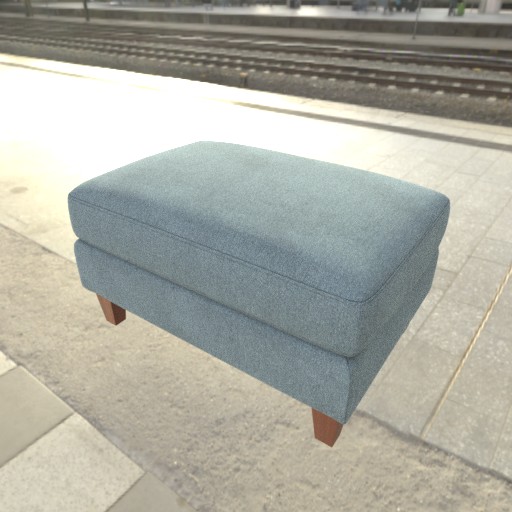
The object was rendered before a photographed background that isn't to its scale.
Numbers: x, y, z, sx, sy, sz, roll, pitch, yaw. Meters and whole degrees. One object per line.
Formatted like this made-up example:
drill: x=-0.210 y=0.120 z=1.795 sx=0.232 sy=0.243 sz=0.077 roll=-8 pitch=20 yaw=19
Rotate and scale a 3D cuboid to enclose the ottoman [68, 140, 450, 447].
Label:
ottoman: x=0.000 y=0.000 z=1.232 sx=0.864 sy=0.483 sz=0.584 roll=20 pitch=36 yaw=29
